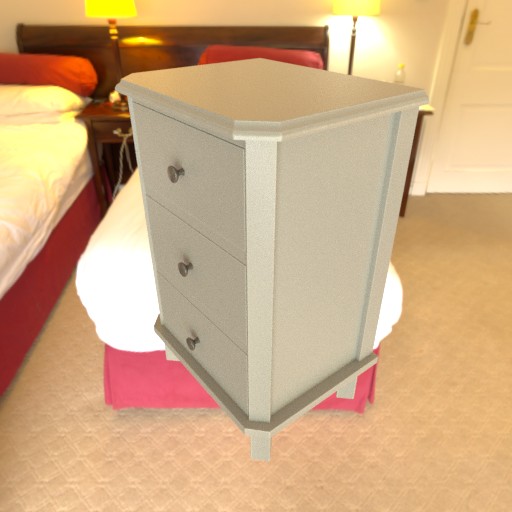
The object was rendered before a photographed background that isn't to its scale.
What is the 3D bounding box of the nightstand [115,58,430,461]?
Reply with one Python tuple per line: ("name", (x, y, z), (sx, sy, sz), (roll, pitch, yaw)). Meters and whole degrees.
("nightstand", (0.000, 0.000, 0.917), (0.348, 0.680, 0.435), (-23, 38, -32))
